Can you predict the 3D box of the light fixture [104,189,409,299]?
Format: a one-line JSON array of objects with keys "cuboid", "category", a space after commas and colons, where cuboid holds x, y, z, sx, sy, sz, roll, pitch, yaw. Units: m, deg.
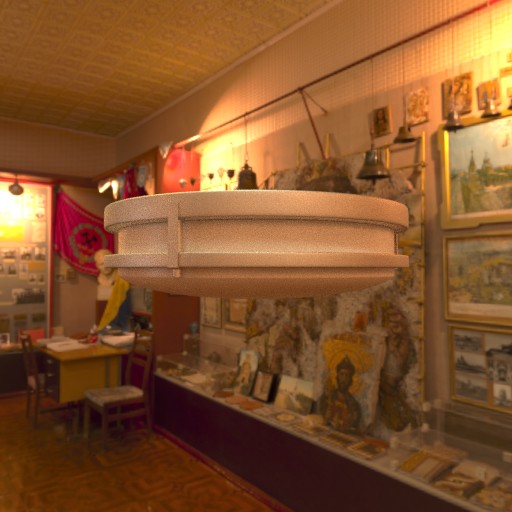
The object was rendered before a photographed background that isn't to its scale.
[{"cuboid": [0.000, 0.000, 0.545, 0.356, 0.102, 0.356, 0, -2, 0], "category": "light fixture"}]
